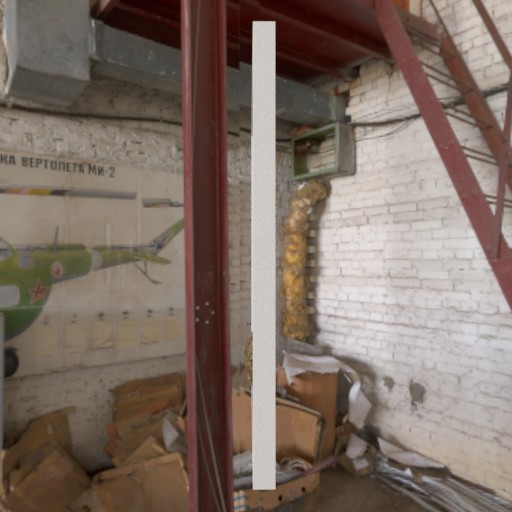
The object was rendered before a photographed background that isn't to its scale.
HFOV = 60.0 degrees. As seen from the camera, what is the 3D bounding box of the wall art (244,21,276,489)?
[{"bbox_3d":[0.000,0.000,1.028,0.055,0.763,0.611,0,0,-1],"label":"wall art"}]
